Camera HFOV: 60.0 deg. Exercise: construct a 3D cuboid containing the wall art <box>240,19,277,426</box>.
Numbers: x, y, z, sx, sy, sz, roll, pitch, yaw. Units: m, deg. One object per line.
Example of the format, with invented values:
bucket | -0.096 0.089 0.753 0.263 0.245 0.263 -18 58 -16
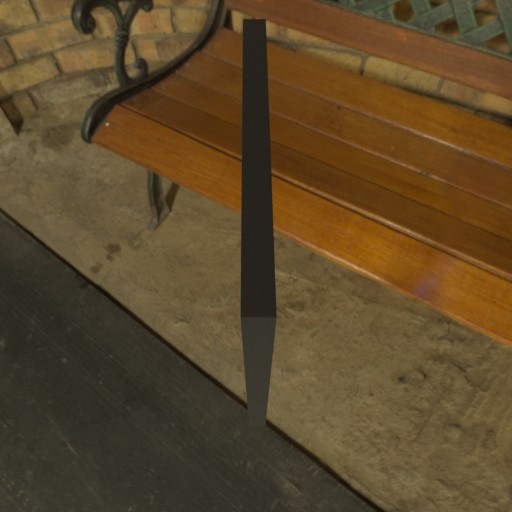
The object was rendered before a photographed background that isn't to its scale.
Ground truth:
wall art | 0.000 0.000 0.758 0.033 0.559 0.457 -1 60 0
